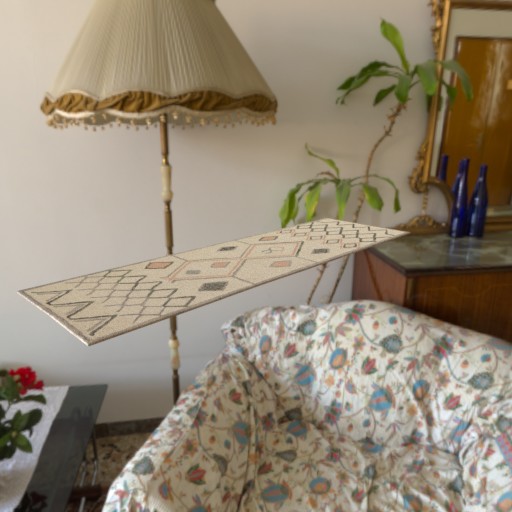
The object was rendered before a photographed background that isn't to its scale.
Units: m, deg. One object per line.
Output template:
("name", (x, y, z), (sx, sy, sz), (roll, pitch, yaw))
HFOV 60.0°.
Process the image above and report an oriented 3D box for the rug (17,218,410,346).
("rug", (0.000, 0.000, 2.653), (2.435, 0.011, 0.750), (-16, 23, -43))
